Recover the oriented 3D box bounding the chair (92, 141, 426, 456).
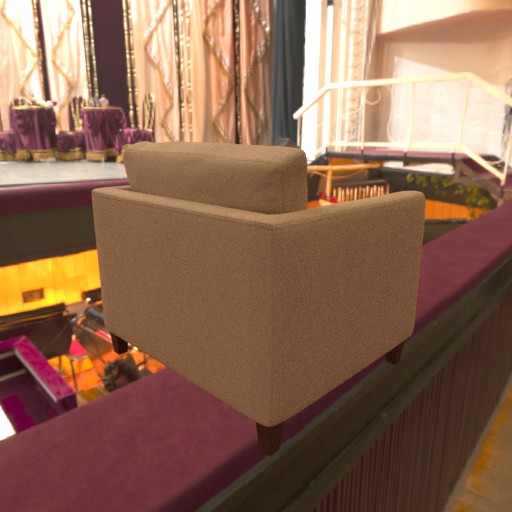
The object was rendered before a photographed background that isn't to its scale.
[{"bbox_3d":[0.000,0.000,1.915,1.107,0.961,0.959,15,21,43],"label":"chair"}]
